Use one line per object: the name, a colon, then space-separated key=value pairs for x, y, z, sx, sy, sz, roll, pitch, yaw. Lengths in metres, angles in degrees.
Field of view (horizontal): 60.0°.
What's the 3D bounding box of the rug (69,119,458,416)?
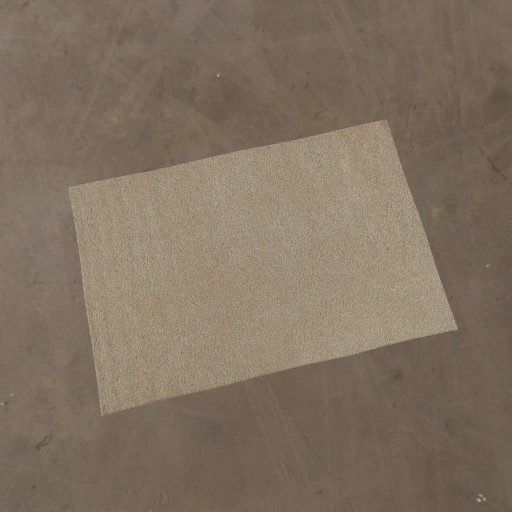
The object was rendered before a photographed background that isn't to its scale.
rug: x=0.000 y=0.000 z=3.469 sx=2.699 sy=0.025 sz=1.800 roll=-13 pitch=77 yaw=-3
